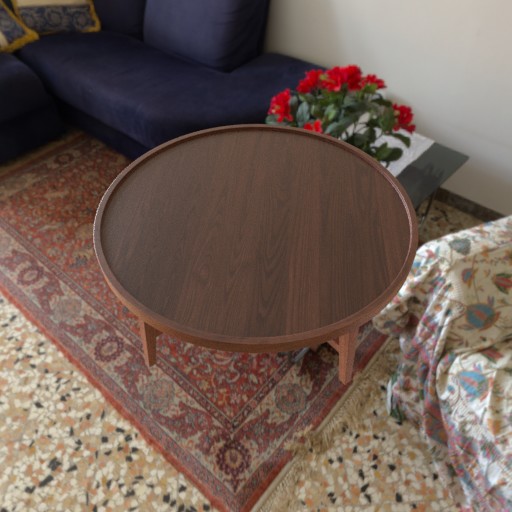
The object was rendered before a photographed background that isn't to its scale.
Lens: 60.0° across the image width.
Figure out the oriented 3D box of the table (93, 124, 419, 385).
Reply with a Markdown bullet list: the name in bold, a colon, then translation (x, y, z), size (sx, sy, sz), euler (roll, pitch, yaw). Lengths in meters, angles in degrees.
- **table**: translation (0.000, 0.000, 1.255), size (0.800, 0.360, 0.800), euler (0, 47, 0)
